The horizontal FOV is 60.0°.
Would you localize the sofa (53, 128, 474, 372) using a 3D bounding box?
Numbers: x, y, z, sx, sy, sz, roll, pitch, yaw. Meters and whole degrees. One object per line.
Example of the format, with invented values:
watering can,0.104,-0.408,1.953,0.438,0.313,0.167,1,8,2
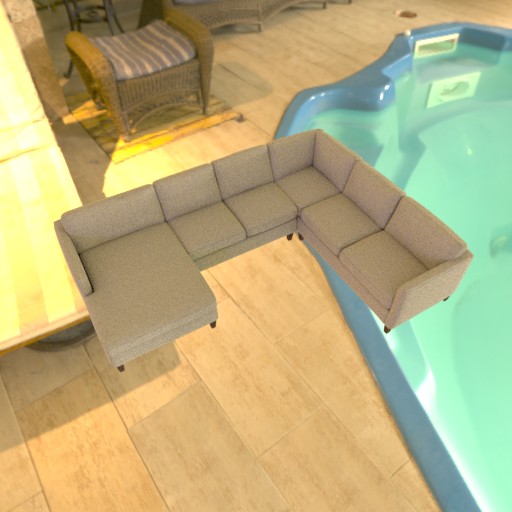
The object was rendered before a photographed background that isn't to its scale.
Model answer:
sofa,0.000,0.000,4.623,3.460,0.959,2.593,-23,52,-20
